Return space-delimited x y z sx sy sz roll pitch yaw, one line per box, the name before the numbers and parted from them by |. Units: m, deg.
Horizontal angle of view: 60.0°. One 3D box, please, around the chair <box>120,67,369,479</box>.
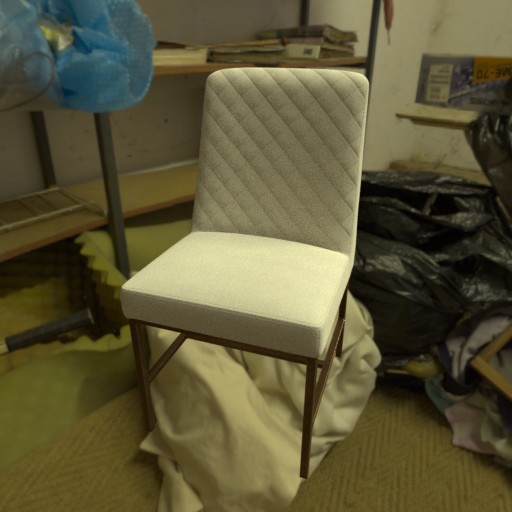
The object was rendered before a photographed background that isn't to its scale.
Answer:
chair | 0.000 0.000 1.233 0.503 0.933 0.597 9 28 17
